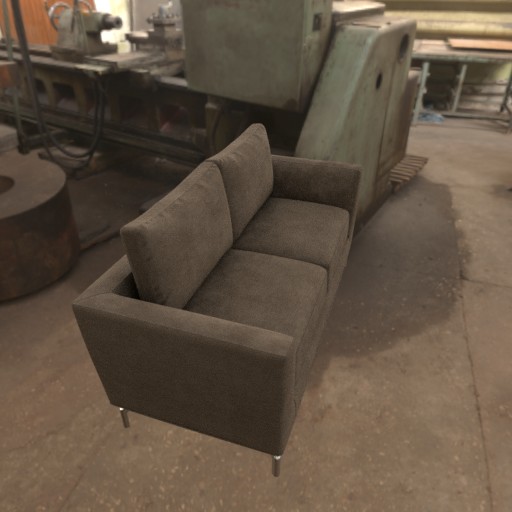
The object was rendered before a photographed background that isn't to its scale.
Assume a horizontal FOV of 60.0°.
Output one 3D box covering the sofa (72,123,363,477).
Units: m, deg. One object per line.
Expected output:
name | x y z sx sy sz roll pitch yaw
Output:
sofa | 0.000 0.000 2.386 0.855 1.013 1.832 10 34 16
